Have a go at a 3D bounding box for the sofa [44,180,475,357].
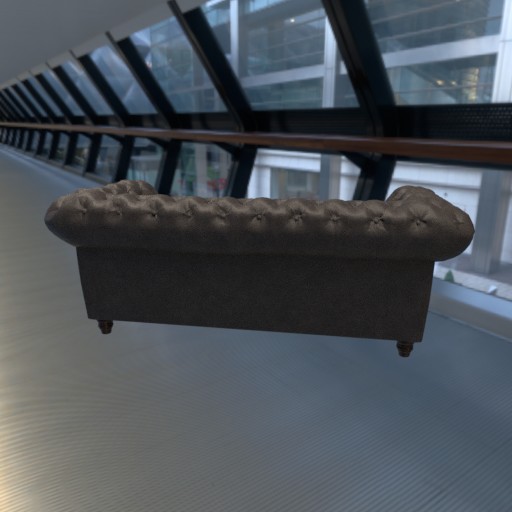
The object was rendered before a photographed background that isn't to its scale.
[{"bbox_3d":[0.000,0.000,2.487,2.048,0.779,0.944,3,16,9],"label":"sofa"}]
